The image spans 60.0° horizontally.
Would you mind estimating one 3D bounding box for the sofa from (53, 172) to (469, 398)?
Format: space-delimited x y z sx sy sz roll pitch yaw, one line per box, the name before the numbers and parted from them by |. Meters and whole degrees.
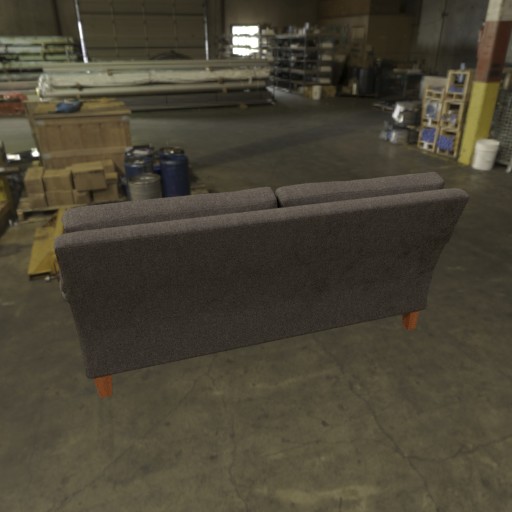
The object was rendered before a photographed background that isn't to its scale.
sofa | 0.000 0.000 2.742 2.160 1.054 1.087 -8 27 -17
